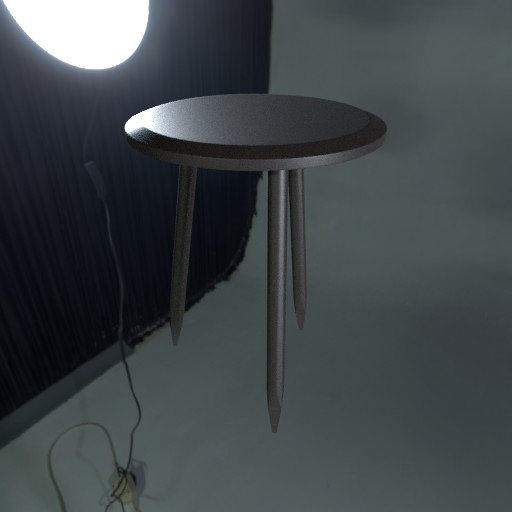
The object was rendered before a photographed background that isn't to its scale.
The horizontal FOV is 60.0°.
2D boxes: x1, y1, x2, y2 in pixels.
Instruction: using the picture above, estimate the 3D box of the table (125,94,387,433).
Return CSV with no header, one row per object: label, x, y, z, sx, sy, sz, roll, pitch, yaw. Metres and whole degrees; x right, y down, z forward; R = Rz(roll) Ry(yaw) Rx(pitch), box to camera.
table,0.000,0.000,0.939,0.457,0.585,0.457,0,30,0
